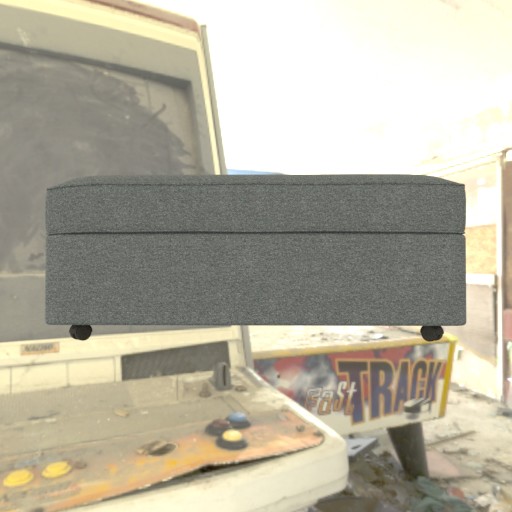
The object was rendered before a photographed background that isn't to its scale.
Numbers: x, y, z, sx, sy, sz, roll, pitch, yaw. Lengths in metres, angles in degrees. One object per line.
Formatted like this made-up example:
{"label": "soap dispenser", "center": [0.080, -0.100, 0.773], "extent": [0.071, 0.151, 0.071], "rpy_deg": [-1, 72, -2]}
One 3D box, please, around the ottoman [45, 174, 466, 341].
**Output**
{"label": "ottoman", "center": [0.000, 0.000, 1.537], "extent": [1.173, 0.494, 0.681], "rpy_deg": [0, -1, 1]}
